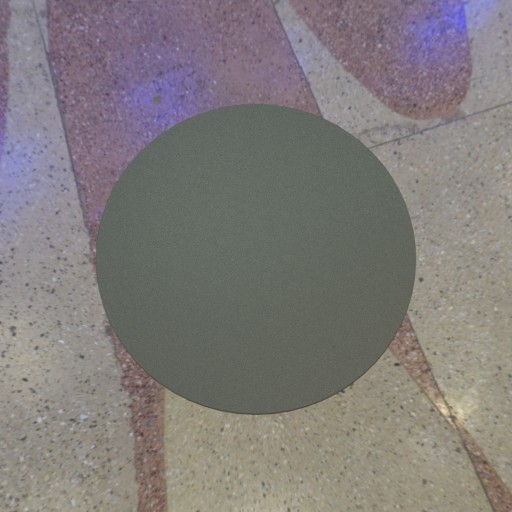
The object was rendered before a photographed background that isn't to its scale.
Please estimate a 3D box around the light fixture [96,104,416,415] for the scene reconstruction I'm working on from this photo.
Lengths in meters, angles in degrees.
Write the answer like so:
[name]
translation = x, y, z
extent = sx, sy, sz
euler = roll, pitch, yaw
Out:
[light fixture]
translation = 0.000, 0.000, 0.556
extent = 0.368, 0.100, 0.368
euler = 0, 76, 0
